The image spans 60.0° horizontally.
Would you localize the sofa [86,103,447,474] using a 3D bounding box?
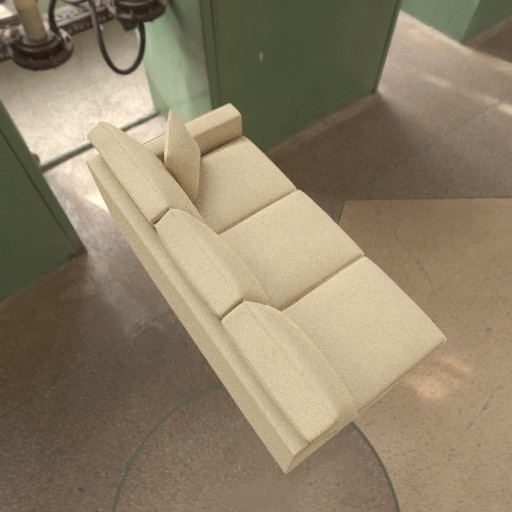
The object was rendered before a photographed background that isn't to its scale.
[{"bbox_3d":[0.000,0.000,2.491,1.034,0.946,1.963,-32,64,-18],"label":"sofa"}]
